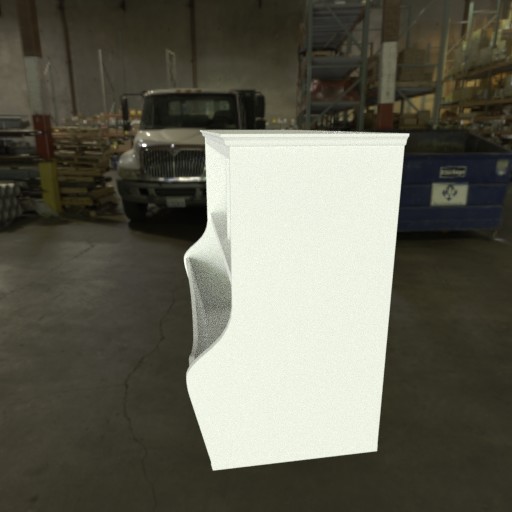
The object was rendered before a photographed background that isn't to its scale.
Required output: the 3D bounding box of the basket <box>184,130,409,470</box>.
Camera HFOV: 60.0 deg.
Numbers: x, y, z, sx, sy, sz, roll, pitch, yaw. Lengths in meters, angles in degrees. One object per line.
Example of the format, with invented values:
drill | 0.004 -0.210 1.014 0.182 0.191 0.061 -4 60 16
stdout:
basket | 0.000 0.000 1.153 0.376 0.625 0.792 -3 16 -9
